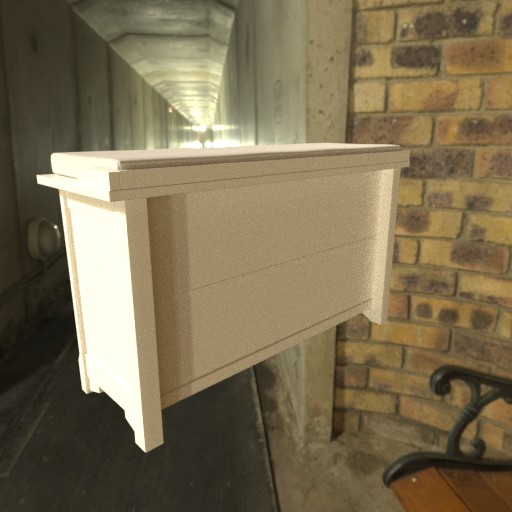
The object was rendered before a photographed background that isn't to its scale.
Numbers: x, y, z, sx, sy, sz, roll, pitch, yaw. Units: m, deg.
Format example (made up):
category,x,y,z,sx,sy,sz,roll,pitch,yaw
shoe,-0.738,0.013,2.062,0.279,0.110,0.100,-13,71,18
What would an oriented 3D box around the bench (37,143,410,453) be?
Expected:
category,x,y,z,sx,sy,sz,roll,pitch,yaw
bench,0.000,0.000,1.238,0.987,0.589,0.346,-15,22,-41
